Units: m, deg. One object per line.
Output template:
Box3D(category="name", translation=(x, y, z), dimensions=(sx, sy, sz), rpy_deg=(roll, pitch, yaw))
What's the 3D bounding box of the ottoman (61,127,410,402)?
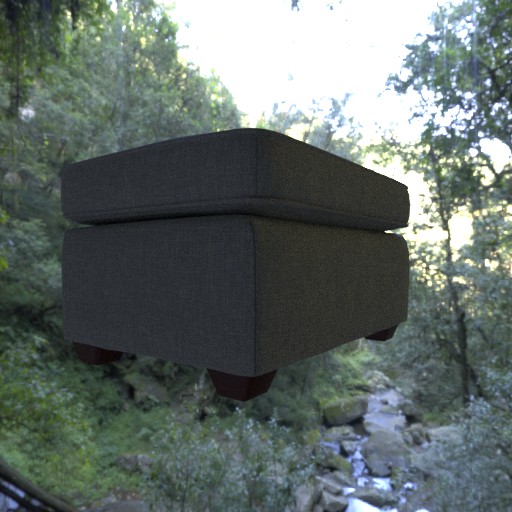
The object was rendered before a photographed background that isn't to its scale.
Box3D(category="ottoman", translation=(0.000, 0.000, 1.092), dimensions=(0.559, 0.457, 0.762), rpy_deg=(0, 0, 36))
